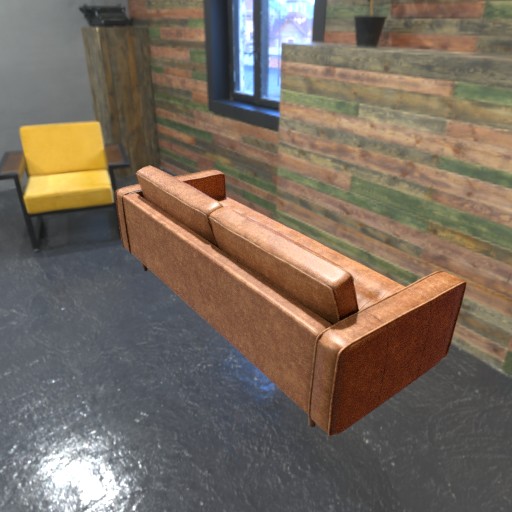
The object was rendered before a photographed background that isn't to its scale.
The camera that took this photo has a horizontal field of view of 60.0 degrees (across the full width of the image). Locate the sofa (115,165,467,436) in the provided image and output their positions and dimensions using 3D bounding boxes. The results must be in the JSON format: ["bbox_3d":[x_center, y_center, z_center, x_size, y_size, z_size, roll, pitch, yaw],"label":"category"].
[{"bbox_3d":[0.000,0.000,2.685,0.886,0.779,2.199,-20,34,-32],"label":"sofa"}]
